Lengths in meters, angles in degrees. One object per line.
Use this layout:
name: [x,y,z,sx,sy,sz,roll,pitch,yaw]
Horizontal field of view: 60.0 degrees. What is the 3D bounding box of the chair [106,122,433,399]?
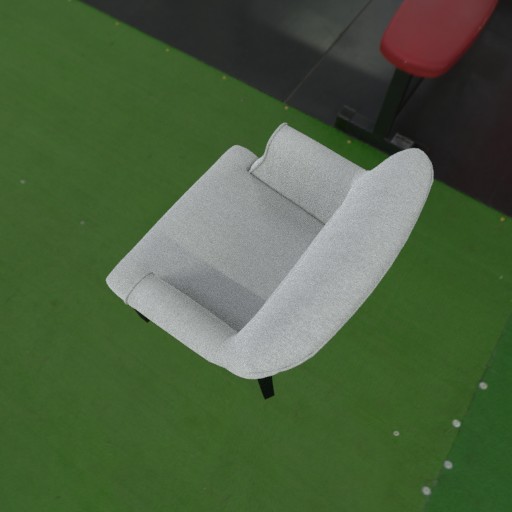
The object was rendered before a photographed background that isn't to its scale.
chair: [0.000,0.000,1.458,0.750,0.875,0.781,34,69,15]
